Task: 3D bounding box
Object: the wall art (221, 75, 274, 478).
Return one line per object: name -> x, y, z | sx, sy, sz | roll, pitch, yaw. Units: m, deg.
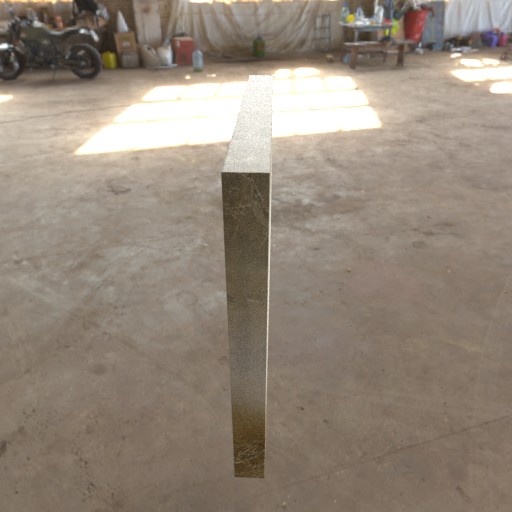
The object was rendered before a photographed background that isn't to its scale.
wall art -> 0.000, 0.000, 0.623 | 0.038, 0.407, 0.405 | 1, 32, 2
